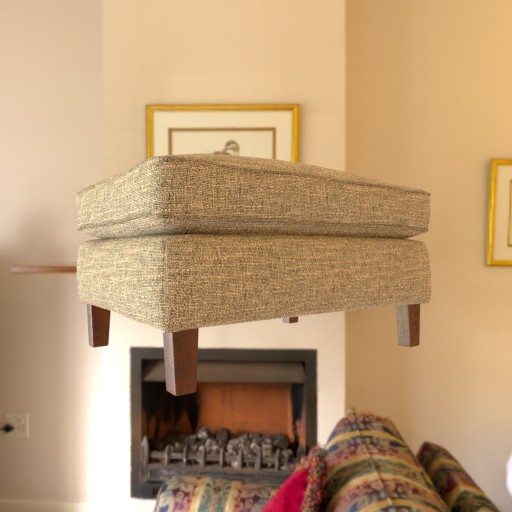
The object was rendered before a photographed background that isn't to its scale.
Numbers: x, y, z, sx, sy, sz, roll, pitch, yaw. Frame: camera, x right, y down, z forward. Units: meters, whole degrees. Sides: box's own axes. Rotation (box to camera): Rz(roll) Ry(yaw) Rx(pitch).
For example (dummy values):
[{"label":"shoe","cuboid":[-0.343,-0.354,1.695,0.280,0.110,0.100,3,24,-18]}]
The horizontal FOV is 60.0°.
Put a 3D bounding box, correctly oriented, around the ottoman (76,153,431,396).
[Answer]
[{"label":"ottoman","cuboid":[0.000,0.000,1.005,0.686,0.406,0.508,0,1,-36]}]
